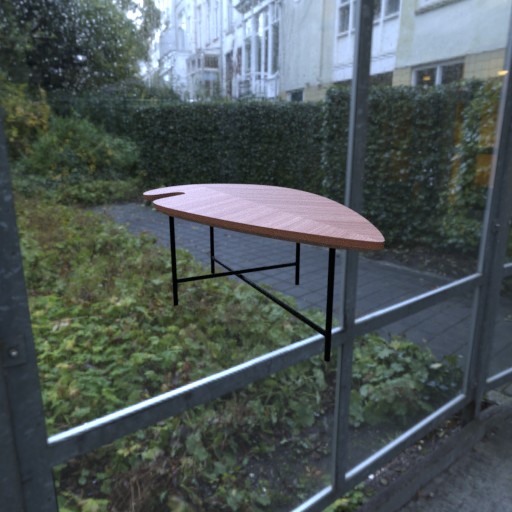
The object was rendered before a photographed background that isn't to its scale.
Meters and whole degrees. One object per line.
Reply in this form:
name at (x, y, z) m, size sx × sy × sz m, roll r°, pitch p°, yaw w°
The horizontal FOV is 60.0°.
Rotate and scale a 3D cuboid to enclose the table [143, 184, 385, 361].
table at (0.000, 0.000, 1.494) m, size 0.598 × 0.360 × 1.199 m, roll -8°, pitch 17°, yaw -25°
